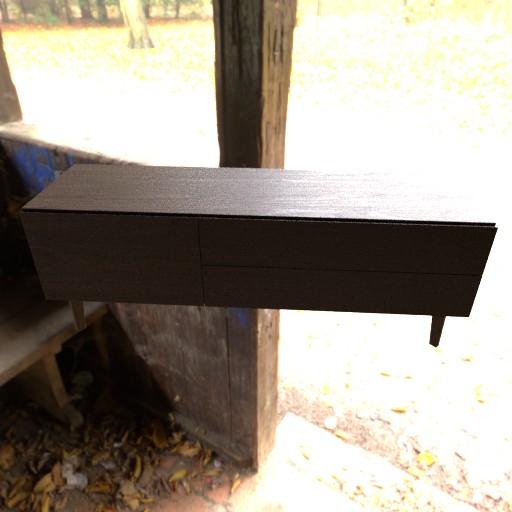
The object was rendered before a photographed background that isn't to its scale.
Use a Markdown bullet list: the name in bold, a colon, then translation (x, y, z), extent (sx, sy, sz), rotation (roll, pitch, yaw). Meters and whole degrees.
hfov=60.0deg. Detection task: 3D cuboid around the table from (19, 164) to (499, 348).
- **table**: translation (0.000, 0.000, 1.589), extent (1.397, 0.508, 0.405), rotation (2, 32, 3)
